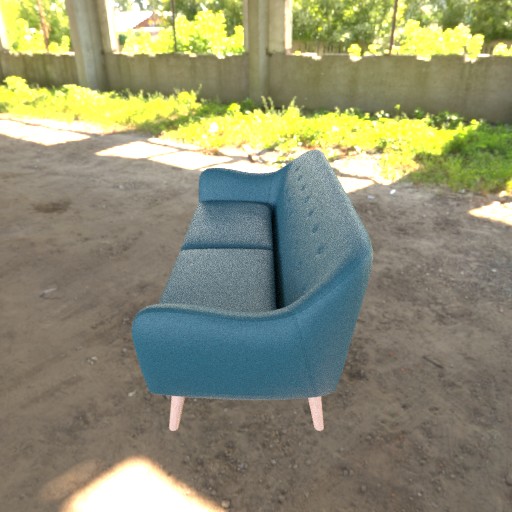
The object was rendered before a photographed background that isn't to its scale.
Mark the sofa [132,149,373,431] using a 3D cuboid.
[{"bbox_3d":[0.000,0.000,2.308,0.820,0.836,1.840,0,26,1],"label":"sofa"}]
